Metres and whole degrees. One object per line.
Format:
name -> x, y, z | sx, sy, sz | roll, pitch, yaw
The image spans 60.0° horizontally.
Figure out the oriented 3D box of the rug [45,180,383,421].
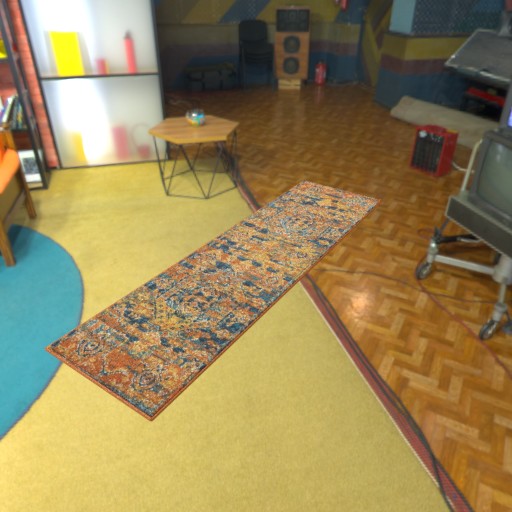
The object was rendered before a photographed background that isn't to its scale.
rug -> 0.000, 0.000, 2.544 | 0.651, 0.016, 2.274 | 20, 37, 29
